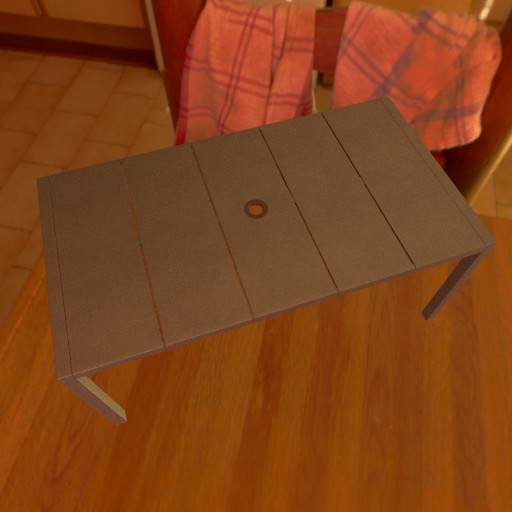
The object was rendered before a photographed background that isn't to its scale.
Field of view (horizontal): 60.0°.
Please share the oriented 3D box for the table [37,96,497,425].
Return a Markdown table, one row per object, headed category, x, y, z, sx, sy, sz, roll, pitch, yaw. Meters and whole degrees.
| category | x | y | z | sx | sy | sz | roll | pitch | yaw |
| --- | --- | --- | --- | --- | --- | --- | --- | --- | --- |
| table | 0.000 | 0.000 | 2.121 | 1.680 | 0.735 | 0.914 | -16 | 60 | -10 |
